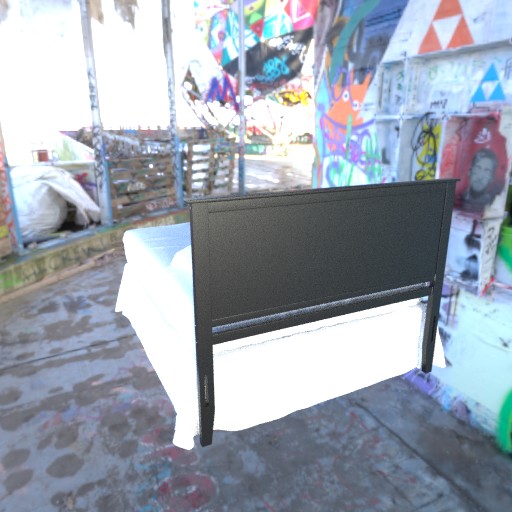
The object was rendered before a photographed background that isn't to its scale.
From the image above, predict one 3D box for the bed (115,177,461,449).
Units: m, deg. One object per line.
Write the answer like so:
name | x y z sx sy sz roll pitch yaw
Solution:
bed | 0.000 0.000 3.271 1.870 1.270 2.050 -8 19 -25
